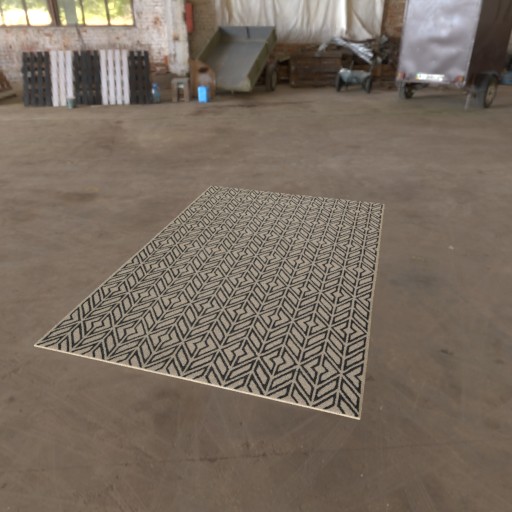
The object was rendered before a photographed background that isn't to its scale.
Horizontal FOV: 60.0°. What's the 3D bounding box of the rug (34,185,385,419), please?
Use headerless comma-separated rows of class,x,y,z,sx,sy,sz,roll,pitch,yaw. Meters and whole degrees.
rug,0.000,0.000,2.298,1.220,0.007,1.828,8,30,14
